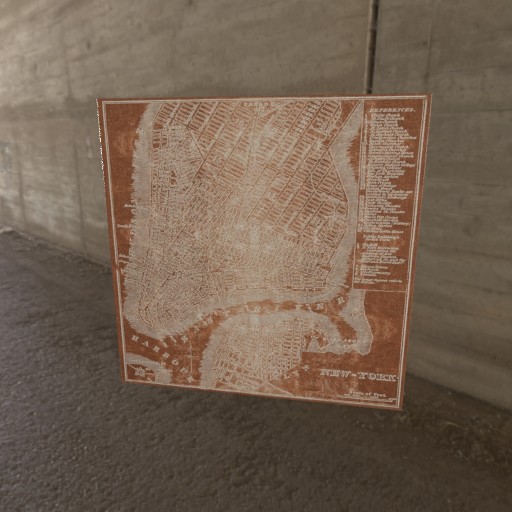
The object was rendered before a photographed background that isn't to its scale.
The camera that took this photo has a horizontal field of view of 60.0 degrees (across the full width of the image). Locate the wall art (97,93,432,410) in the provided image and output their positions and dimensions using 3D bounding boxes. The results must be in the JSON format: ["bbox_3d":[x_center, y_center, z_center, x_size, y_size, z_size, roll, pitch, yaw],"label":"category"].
[{"bbox_3d":[0.000,0.000,0.594,0.403,0.403,0.035,3,15,10],"label":"wall art"}]
